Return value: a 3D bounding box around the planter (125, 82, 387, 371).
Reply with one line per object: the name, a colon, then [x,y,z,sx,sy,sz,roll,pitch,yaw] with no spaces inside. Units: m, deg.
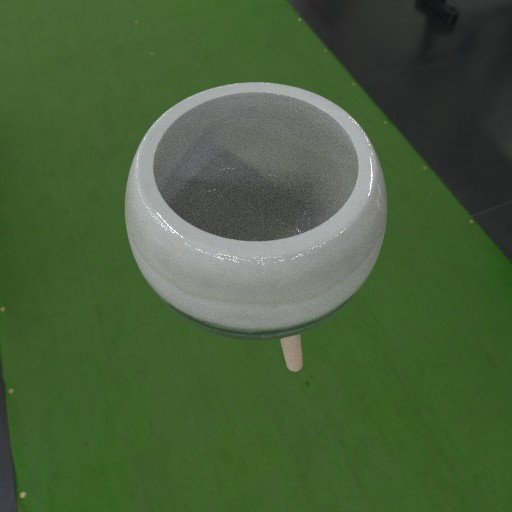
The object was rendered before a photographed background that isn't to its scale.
planter: [0.000,0.000,0.451,0.222,0.278,0.222,0,57,0]
